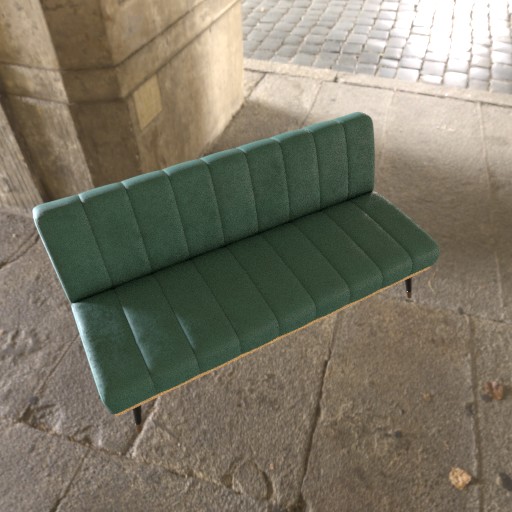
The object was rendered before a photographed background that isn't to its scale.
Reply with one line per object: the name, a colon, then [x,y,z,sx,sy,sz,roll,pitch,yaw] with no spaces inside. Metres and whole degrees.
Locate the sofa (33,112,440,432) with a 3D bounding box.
sofa: [0.000,0.000,2.262,1.810,0.820,0.830,-21,50,-20]
